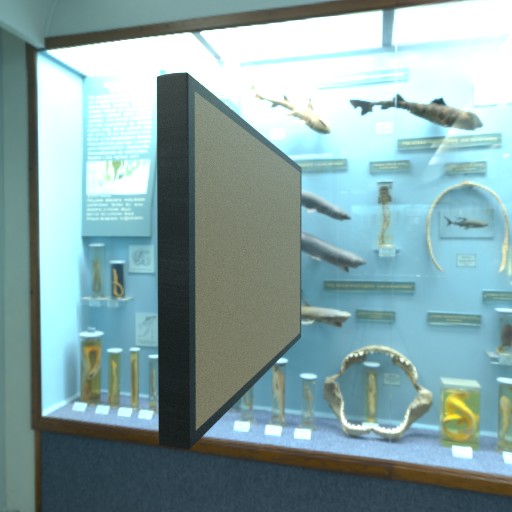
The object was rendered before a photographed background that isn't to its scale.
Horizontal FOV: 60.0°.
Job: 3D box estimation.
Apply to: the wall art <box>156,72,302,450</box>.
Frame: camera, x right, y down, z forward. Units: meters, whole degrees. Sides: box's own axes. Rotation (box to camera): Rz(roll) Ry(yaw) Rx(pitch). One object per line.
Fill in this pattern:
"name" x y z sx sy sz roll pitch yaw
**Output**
"wall art" 0.000 0.000 0.771 0.038 0.409 0.610 0 2 17
